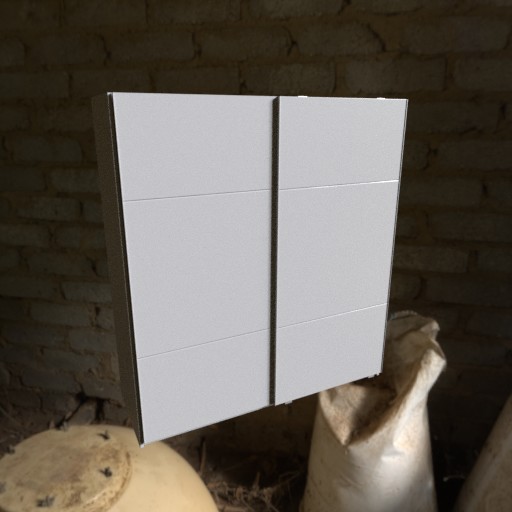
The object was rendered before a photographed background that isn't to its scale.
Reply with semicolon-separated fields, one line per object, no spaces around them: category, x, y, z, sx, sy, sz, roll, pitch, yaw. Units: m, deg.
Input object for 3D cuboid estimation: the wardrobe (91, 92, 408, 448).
wardrobe;0.000;0.000;2.910;1.780;1.960;0.629;-8;19;-25
